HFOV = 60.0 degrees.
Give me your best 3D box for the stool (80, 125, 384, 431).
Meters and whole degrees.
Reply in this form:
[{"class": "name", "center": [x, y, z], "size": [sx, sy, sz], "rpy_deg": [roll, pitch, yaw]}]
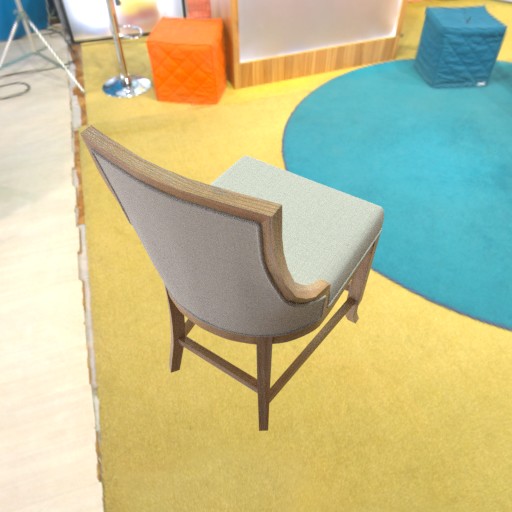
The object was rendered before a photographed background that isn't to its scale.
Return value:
[{"class": "stool", "center": [0.000, 0.000, 1.265], "size": [0.524, 0.938, 0.626], "rpy_deg": [26, 52, 22]}]
